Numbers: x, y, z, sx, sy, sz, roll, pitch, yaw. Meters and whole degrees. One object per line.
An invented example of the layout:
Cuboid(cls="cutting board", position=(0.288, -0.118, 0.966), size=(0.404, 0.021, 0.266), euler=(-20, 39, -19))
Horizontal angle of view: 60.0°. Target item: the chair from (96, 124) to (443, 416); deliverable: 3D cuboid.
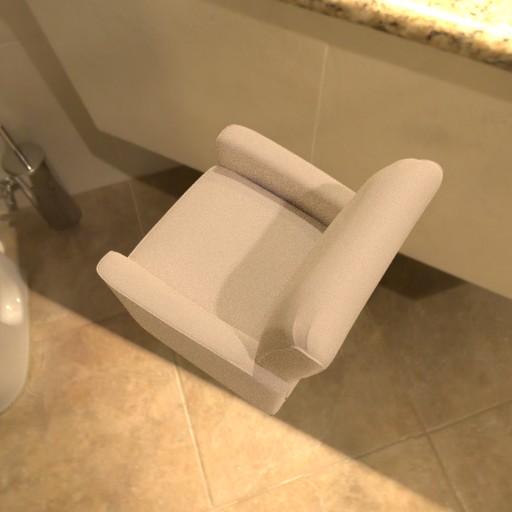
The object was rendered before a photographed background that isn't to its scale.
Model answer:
Cuboid(cls="chair", position=(0.000, 0.000, 1.644), size=(0.858, 1.028, 0.841), euler=(32, 67, 15))
